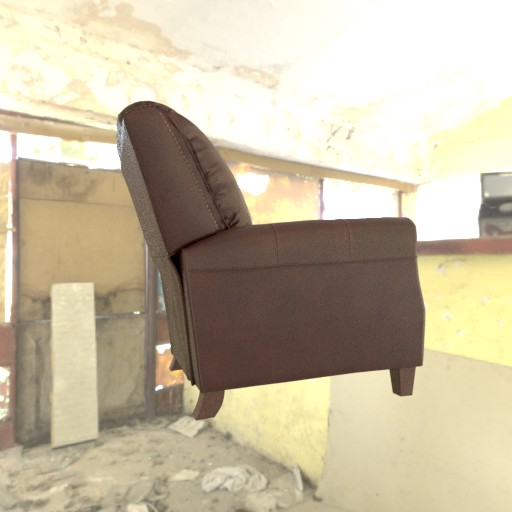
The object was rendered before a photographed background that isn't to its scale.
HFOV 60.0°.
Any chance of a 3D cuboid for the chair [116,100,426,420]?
[{"bbox_3d":[0.000,0.000,1.802,1.089,1.022,0.826,0,-1,-17],"label":"chair"}]
